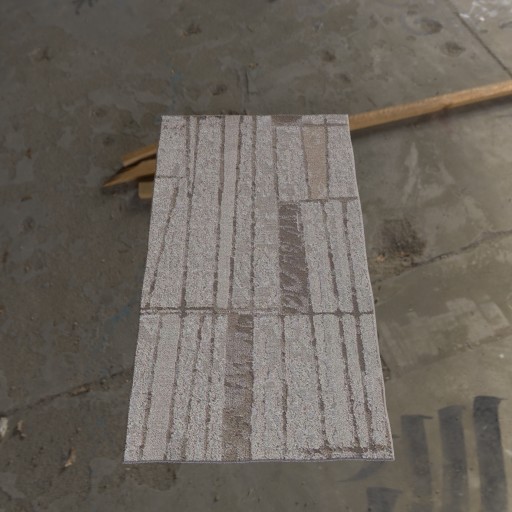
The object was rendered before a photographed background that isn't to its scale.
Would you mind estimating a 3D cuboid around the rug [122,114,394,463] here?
[{"bbox_3d":[0.000,0.000,1.025,0.515,0.007,0.867,0,64,0],"label":"rug"}]
